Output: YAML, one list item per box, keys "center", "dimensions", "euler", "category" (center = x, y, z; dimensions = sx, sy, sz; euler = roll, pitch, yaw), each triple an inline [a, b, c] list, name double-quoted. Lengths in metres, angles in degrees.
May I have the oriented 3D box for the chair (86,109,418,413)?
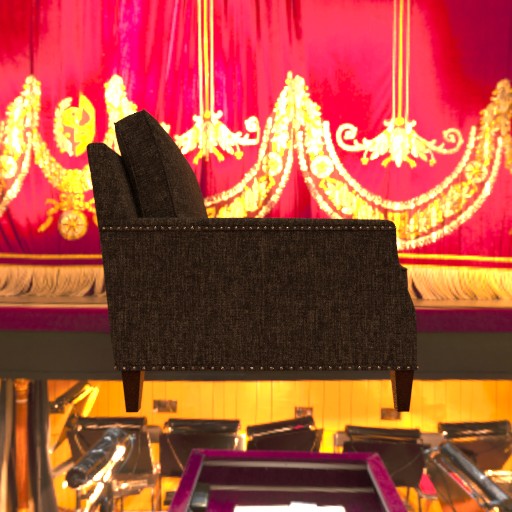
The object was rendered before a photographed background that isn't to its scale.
- center: [0.000, 0.000, 1.729]
  dimensions: [1.014, 0.943, 0.853]
  euler: [0, -1, 0]
  category: "chair"
